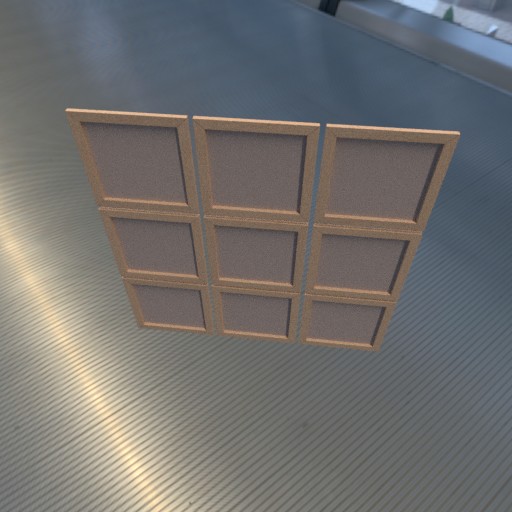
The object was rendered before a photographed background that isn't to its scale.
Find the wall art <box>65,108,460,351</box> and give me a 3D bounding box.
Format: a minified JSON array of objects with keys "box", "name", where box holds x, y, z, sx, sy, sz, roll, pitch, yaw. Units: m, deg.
[{"box":[0.000,0.000,1.357,0.917,0.910,0.012,5,47,5],"name":"wall art"}]
